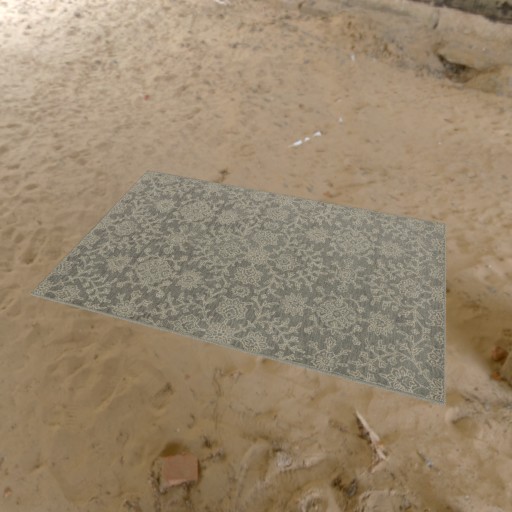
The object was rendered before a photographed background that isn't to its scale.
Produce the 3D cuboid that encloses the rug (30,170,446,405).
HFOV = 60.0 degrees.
[{"bbox_3d":[0.000,0.000,2.978,2.430,0.010,1.515,12,43,13],"label":"rug"}]
